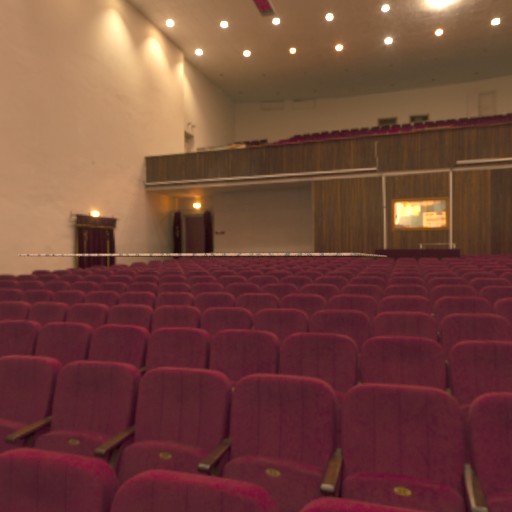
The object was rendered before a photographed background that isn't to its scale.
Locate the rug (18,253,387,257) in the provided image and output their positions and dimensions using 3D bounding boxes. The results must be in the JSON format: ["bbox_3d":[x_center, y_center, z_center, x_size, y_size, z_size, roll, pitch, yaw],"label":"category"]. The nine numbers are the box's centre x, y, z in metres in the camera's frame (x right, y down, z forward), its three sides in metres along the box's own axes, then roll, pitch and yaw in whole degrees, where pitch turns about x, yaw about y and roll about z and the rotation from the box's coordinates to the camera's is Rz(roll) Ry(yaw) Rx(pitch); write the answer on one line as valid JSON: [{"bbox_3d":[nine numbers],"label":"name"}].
[{"bbox_3d":[0.000,0.000,2.288,1.220,0.008,1.824,0,0,19],"label":"rug"}]
